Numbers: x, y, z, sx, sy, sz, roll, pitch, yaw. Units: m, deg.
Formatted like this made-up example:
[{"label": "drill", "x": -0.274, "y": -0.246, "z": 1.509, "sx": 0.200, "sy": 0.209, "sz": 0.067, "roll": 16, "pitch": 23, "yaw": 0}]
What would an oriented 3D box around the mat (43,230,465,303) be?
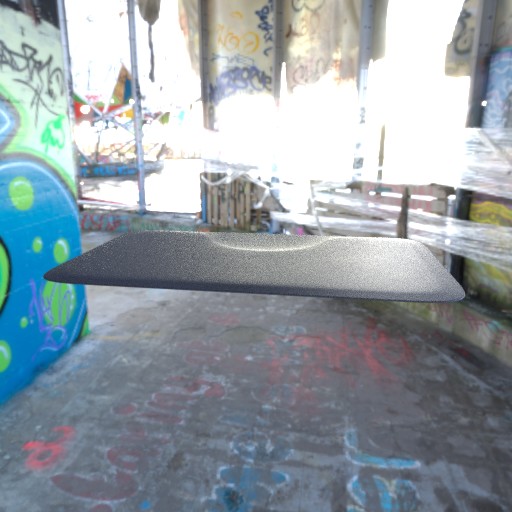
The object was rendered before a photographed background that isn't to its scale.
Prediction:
[{"label": "mat", "x": 0.000, "y": 0.000, "z": 1.908, "sx": 1.524, "sy": 0.013, "sz": 0.918, "roll": 2, "pitch": 15, "yaw": 9}]
